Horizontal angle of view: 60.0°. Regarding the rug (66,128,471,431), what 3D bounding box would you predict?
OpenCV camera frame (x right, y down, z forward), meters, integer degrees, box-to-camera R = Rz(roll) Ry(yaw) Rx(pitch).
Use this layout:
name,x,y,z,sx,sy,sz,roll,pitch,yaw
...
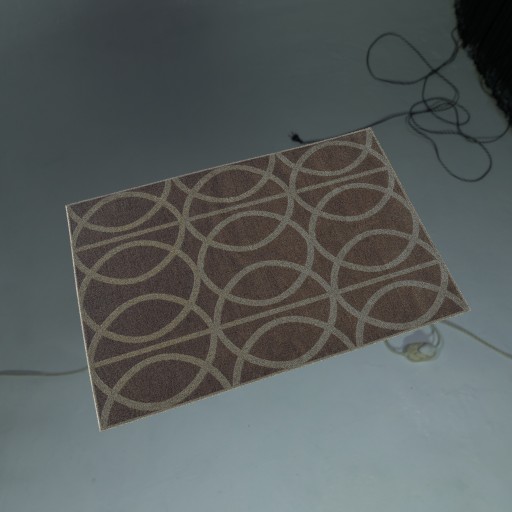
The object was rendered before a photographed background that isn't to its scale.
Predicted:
name,x,y,z,sx,sy,sz,roll,pitch,yaw
rug,0.000,0.000,2.880,2.290,0.014,1.526,-16,66,-7
